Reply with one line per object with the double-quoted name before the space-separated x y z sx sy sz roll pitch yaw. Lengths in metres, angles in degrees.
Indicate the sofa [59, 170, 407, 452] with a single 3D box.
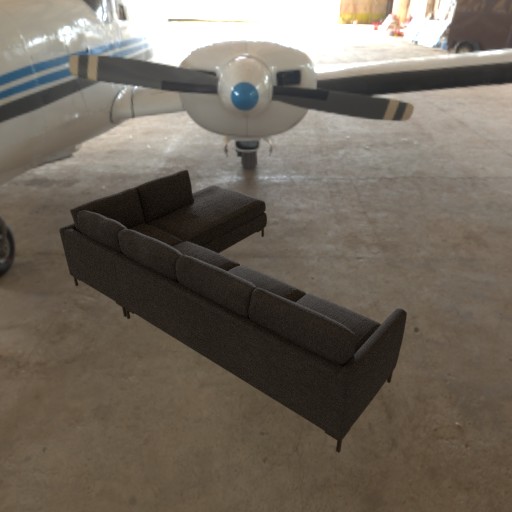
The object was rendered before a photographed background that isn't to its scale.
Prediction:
"sofa" 0.000 0.000 3.903 2.949 0.815 2.007 22 36 33
